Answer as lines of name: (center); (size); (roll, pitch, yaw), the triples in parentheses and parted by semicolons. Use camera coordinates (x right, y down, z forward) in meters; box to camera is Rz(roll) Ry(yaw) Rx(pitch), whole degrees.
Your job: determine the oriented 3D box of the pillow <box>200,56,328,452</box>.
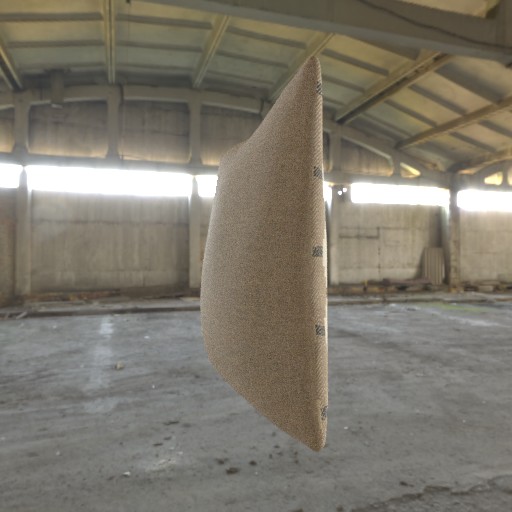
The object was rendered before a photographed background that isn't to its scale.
pillow: (0.000, 0.000, 0.877); (0.192, 0.558, 0.578); (0, -1, -18)
